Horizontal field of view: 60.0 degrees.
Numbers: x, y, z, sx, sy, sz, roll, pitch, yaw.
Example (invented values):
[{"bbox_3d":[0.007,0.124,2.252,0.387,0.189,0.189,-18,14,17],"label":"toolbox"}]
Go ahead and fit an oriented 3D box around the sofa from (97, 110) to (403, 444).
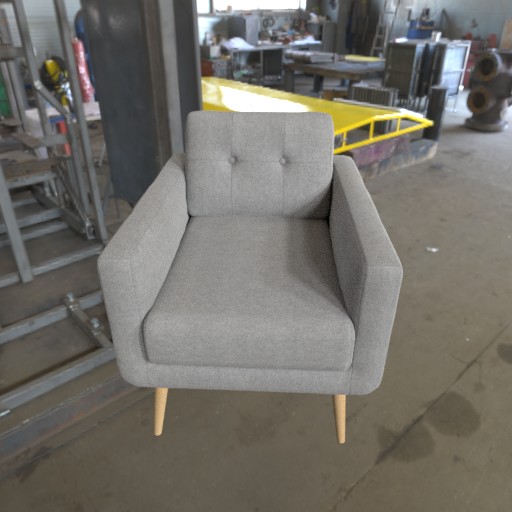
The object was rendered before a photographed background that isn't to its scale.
[{"bbox_3d":[0.000,0.000,1.545,0.770,0.860,0.920,1,30,3],"label":"sofa"}]
